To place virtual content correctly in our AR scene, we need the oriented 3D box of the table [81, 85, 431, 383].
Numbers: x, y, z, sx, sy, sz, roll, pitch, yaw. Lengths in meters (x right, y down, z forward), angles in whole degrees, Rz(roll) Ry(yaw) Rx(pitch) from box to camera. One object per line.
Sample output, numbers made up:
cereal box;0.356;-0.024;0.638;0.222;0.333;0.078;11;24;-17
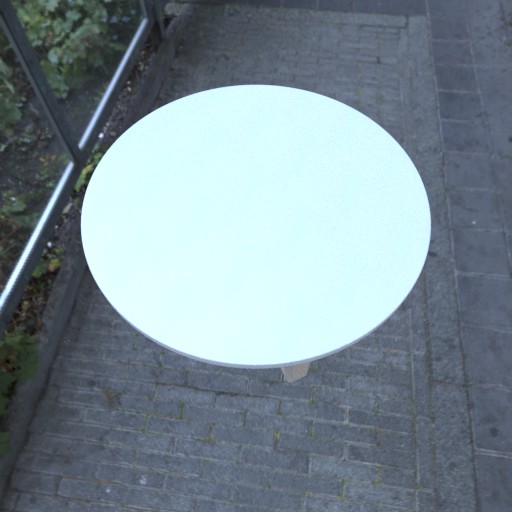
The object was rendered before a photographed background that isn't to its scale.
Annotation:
table;0.000;0.000;0.945;0.600;0.400;0.600;0;59;0
